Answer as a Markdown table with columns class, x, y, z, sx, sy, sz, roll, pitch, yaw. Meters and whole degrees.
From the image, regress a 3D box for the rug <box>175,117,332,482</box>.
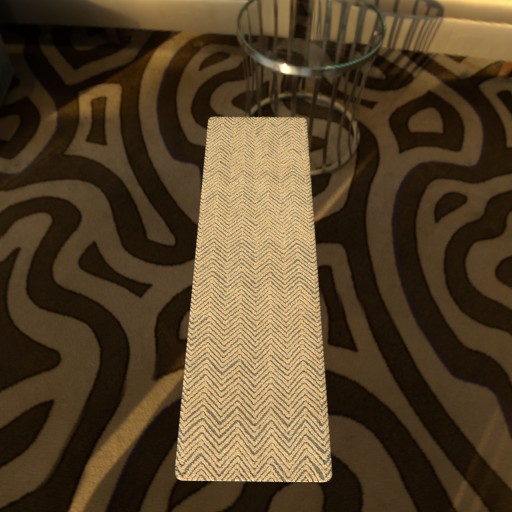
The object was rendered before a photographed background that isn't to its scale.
| class | x | y | z | sx | sy | sz | roll | pitch | yaw |
| --- | --- | --- | --- | --- | --- | --- | --- | --- | --- |
| rug | 0.000 | 0.000 | 2.518 | 0.686 | 0.008 | 2.286 | 0 | 58 | 0 |
